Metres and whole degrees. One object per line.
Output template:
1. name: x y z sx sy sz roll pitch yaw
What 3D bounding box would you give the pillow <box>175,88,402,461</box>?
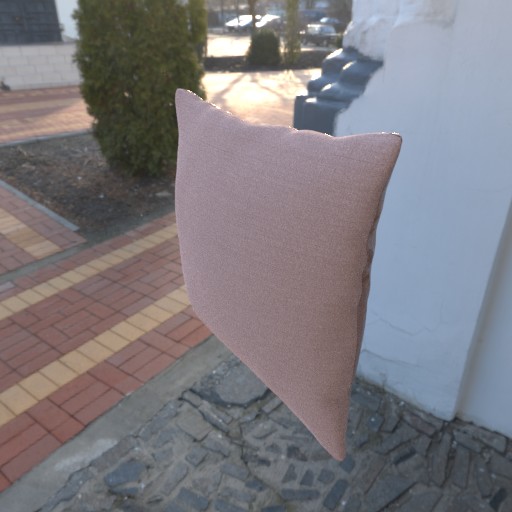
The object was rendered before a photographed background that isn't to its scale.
1. pillow: 0.000 0.000 0.705 0.175 0.464 0.470 -19 33 -31
